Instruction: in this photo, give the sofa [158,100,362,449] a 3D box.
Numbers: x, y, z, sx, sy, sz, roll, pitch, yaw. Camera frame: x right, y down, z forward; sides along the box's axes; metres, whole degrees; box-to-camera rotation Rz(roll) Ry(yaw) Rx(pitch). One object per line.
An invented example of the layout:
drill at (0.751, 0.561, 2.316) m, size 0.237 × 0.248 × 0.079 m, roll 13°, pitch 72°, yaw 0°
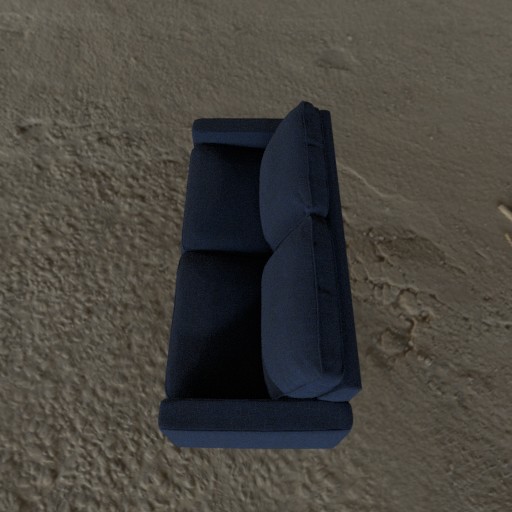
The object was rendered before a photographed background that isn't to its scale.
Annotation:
sofa at (0.000, 0.000, 2.679) m, size 0.940 × 0.919 × 2.080 m, roll 0°, pitch 59°, yaw 0°
